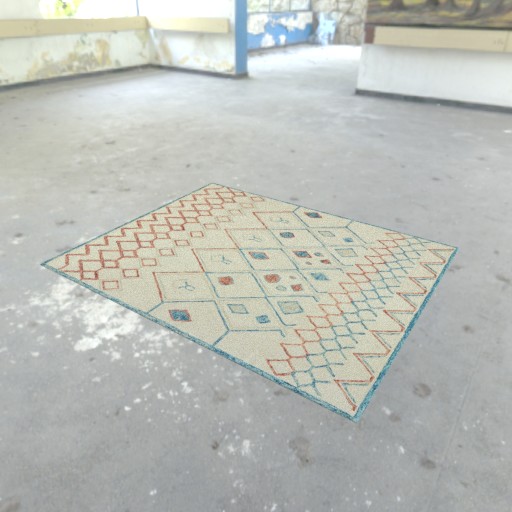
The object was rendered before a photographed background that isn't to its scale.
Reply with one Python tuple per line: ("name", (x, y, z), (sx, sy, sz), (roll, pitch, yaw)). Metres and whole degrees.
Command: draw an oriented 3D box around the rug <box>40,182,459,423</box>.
("rug", (0.000, 0.000, 4.118), (3.050, 0.016, 2.441), (19, 35, 29))
